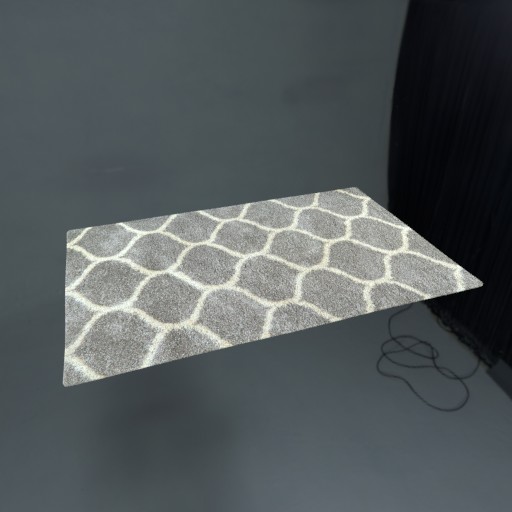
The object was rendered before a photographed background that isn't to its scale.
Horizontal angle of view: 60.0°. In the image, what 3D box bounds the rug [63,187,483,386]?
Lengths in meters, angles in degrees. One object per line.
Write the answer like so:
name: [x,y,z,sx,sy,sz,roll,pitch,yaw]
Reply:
rug: [0.000,0.000,2.905,2.348,0.025,1.501,-11,34,-16]
